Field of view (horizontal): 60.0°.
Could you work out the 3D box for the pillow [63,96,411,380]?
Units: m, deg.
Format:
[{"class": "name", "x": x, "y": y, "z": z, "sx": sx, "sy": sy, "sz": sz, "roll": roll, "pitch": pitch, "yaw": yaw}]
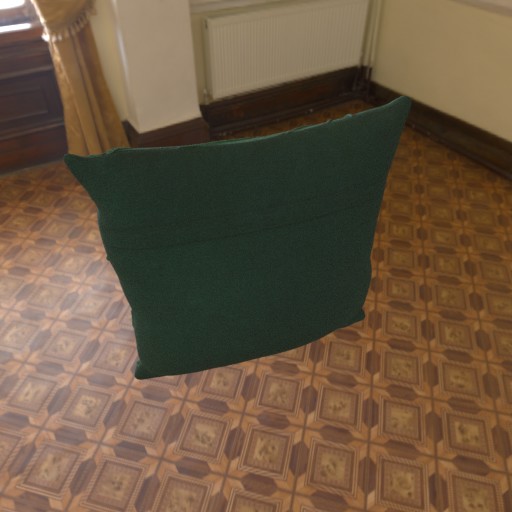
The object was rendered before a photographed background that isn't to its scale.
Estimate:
[{"class": "pillow", "x": 0.000, "y": 0.000, "z": 0.669, "sx": 0.439, "sy": 0.440, "sz": 0.184, "roll": -13, "pitch": 44, "yaw": -14}]
